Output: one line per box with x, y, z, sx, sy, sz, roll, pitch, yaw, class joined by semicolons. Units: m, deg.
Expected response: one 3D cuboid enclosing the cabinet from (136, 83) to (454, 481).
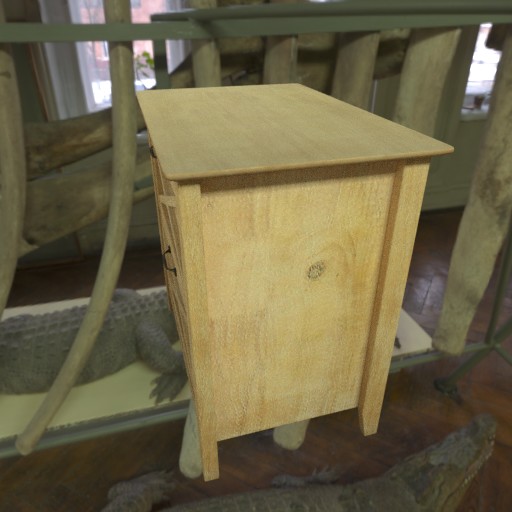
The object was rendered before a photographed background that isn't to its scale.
0.000;0.000;1.209;0.503;0.762;0.763;-8;31;-14;cabinet
